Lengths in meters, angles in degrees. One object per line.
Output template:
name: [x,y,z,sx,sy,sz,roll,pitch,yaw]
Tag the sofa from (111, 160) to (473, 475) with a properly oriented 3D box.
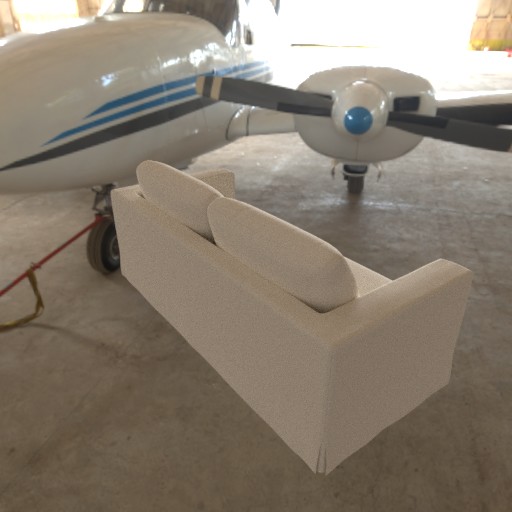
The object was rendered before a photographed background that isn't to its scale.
sofa: [0.000,0.000,2.644,0.954,0.881,2.163,-19,33,-32]
